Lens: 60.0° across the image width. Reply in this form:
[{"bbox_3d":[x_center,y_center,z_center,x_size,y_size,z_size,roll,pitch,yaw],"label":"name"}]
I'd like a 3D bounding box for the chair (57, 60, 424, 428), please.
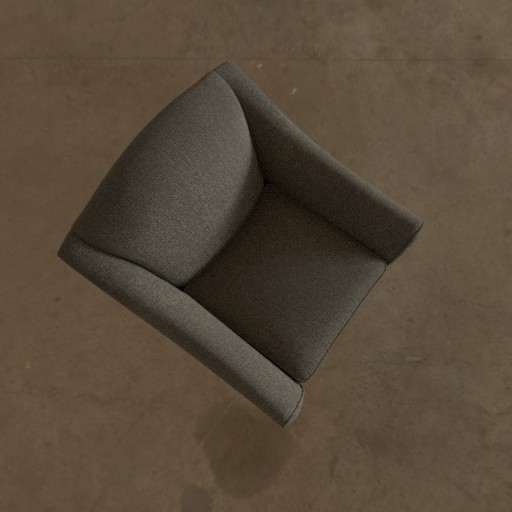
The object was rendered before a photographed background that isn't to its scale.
[{"bbox_3d":[0.000,0.000,1.480,0.787,0.839,0.763,36,78,8],"label":"chair"}]
